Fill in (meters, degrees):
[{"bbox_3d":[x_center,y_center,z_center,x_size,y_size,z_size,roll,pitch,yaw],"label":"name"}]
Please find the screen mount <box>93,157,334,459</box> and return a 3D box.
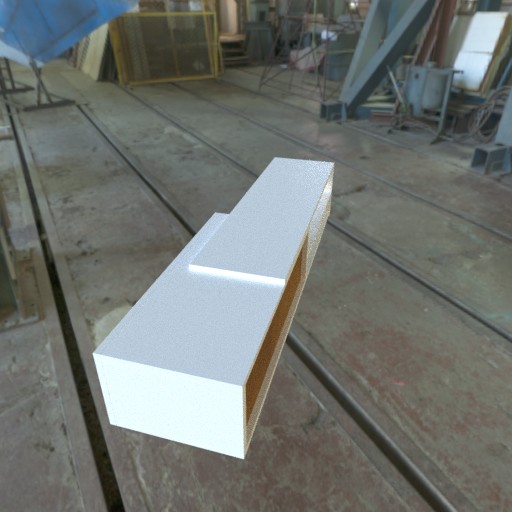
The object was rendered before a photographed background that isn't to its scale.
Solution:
[{"bbox_3d":[0.000,0.000,1.898,0.420,0.320,1.680,8,32,14],"label":"screen mount"}]
